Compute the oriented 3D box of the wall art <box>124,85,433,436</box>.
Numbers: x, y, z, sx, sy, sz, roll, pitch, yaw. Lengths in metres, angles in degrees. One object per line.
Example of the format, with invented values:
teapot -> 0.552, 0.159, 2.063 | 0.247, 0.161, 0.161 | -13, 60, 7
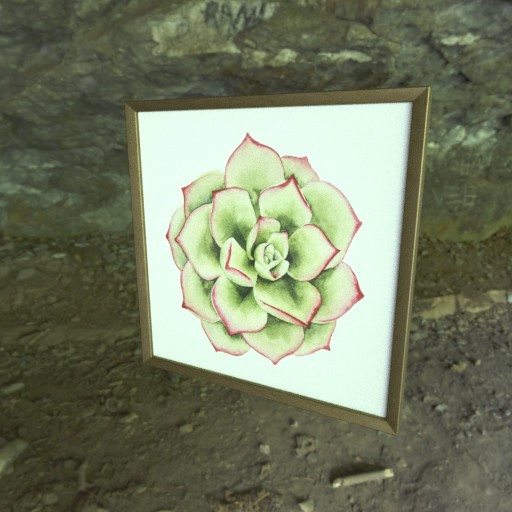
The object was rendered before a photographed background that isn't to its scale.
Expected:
wall art -> 0.000, 0.000, 0.741 | 0.503, 0.506, 0.031 | 7, 16, 26
